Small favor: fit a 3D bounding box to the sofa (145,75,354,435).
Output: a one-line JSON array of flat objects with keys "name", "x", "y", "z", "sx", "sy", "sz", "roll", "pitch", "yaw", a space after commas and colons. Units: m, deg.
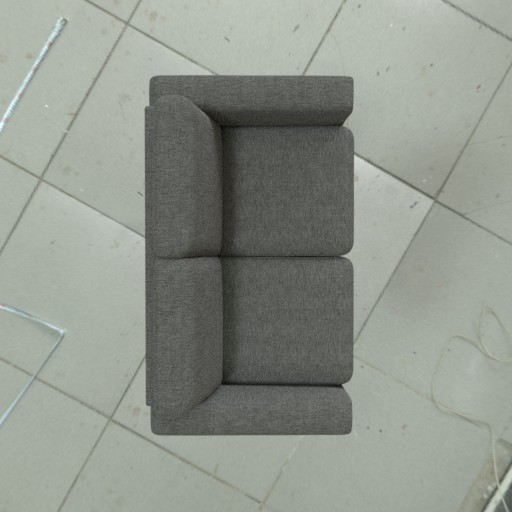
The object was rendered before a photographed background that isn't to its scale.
[{"name": "sofa", "x": 0.000, "y": 0.000, "z": 2.003, "sx": 0.900, "sy": 0.800, "sz": 1.520, "roll": 0, "pitch": 91, "yaw": 0}]
